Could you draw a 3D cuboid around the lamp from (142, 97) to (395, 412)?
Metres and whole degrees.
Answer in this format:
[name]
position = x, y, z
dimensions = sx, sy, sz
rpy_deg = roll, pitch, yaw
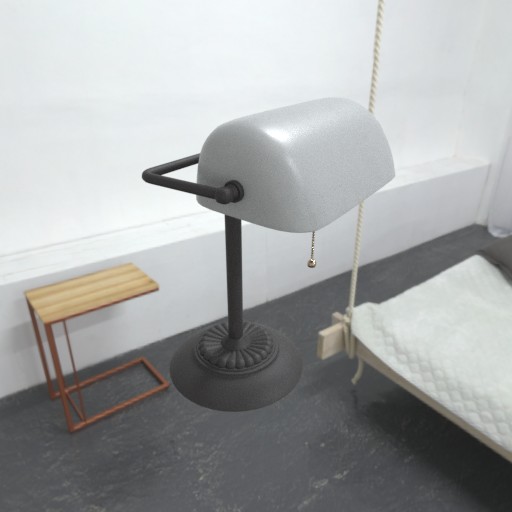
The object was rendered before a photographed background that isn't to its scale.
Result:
[lamp]
position = 0.000, 0.000, 0.509
dimensions = 0.243, 0.339, 0.264
rpy_deg = 17, 31, 31
